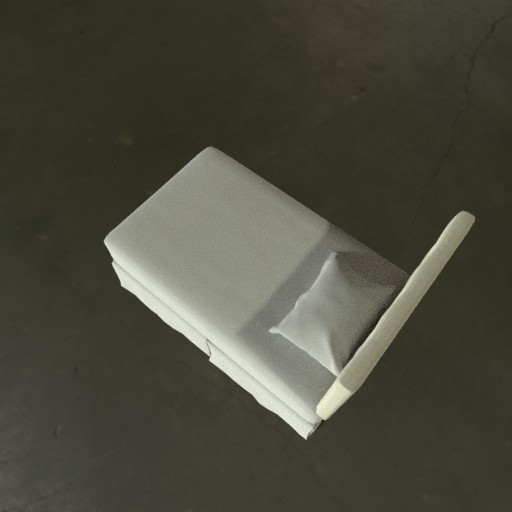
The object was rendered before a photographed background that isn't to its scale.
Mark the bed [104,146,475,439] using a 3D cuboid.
[{"bbox_3d":[0.000,0.000,3.015,1.997,1.571,1.261,36,68,17],"label":"bed"}]
